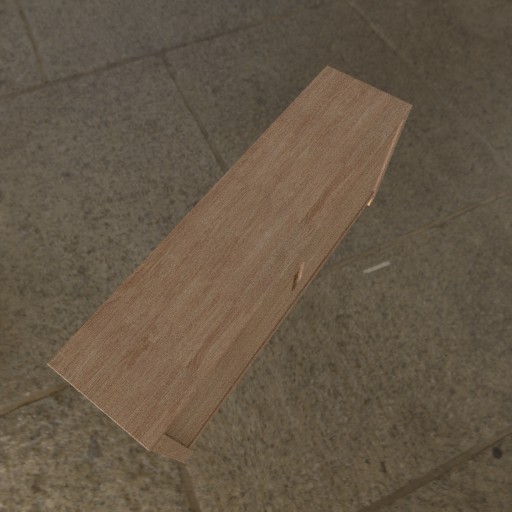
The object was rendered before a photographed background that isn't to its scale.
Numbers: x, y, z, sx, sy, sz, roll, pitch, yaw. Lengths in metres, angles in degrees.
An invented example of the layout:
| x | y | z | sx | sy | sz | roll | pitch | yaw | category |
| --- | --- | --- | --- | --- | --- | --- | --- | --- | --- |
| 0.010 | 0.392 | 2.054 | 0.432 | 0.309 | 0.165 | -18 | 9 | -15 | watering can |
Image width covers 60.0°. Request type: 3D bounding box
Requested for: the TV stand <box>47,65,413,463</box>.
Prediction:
| x | y | z | sx | sy | sz | roll | pitch | yaw | category |
| --- | --- | --- | --- | --- | --- | --- | --- | --- | --- |
| 0.000 | 0.000 | 1.708 | 0.398 | 0.610 | 1.466 | 32 | 67 | 16 | TV stand |
